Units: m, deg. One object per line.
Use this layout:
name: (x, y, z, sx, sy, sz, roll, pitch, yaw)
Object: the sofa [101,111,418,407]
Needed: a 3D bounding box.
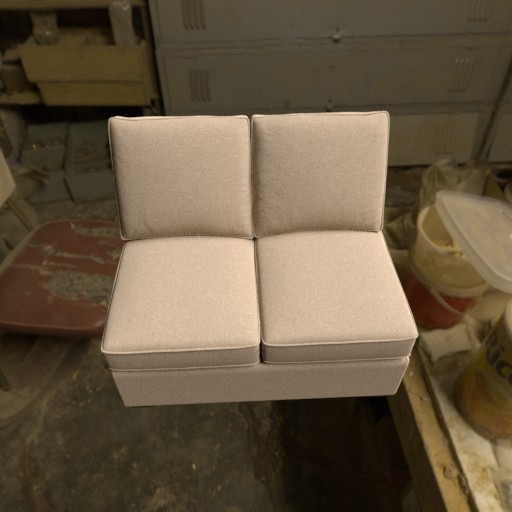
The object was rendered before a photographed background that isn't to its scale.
sofa: (0.000, 0.000, 1.978, 1.237, 1.008, 0.951, -2, 44, -2)
